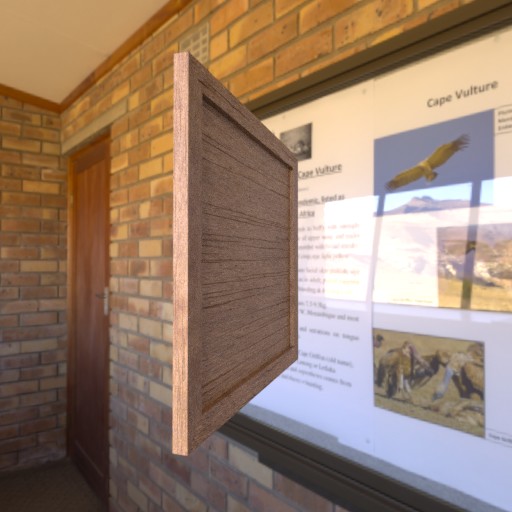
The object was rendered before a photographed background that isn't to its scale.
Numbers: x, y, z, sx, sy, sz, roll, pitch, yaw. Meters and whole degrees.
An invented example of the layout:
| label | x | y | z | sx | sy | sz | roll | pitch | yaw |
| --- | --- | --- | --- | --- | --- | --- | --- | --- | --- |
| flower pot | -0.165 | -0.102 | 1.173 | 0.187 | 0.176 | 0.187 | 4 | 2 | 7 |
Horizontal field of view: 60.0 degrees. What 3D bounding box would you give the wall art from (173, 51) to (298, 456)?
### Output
| label | x | y | z | sx | sy | sz | roll | pitch | yaw |
| --- | --- | --- | --- | --- | --- | --- | --- | --- | --- |
| wall art | 0.000 | 0.000 | 0.974 | 0.026 | 0.588 | 0.690 | 0 | -1 | 19 |
